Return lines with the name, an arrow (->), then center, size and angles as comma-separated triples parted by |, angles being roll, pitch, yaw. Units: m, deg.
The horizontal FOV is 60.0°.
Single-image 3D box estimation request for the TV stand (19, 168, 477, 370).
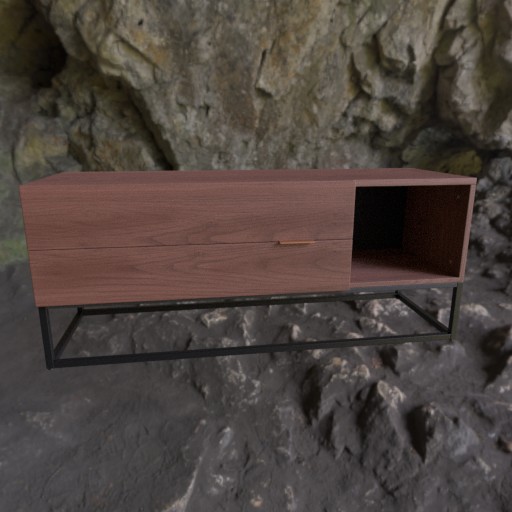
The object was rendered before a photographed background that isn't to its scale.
TV stand -> 0.000, 0.000, 1.389 | 1.200, 0.500, 0.415 | -2, 16, -8
